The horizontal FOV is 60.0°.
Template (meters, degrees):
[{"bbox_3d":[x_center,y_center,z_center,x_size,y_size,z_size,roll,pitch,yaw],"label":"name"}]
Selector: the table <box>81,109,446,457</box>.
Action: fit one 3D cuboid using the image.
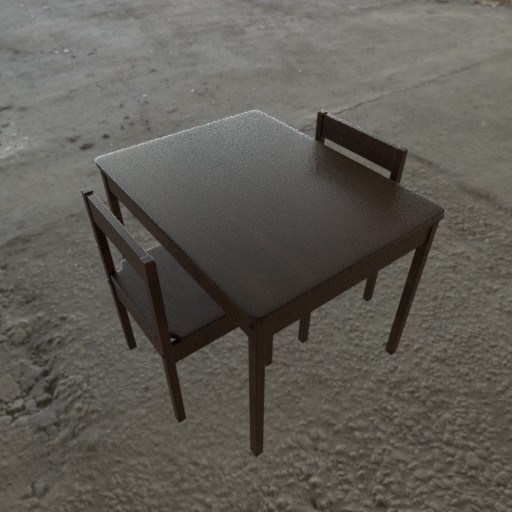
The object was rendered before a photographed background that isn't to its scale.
[{"bbox_3d":[0.000,0.000,1.121,0.672,0.503,0.650,-26,47,-27],"label":"table"}]
